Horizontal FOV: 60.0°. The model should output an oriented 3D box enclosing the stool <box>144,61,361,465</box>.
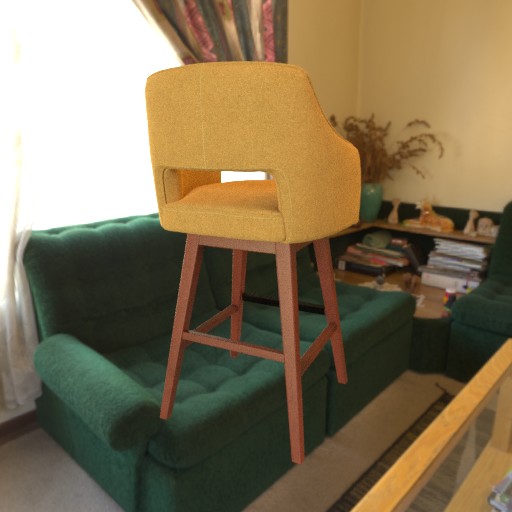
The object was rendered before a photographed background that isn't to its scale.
[{"bbox_3d":[0.000,0.000,1.341,0.548,1.012,0.558,7,17,25],"label":"stool"}]
